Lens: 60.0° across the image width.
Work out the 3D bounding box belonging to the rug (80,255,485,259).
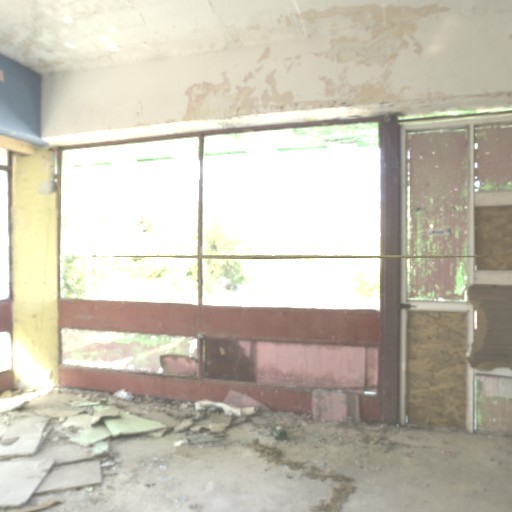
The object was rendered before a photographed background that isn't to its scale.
[{"bbox_3d":[0.000,0.000,4.302,2.437,0.014,3.201,0,0,-37],"label":"rug"}]
